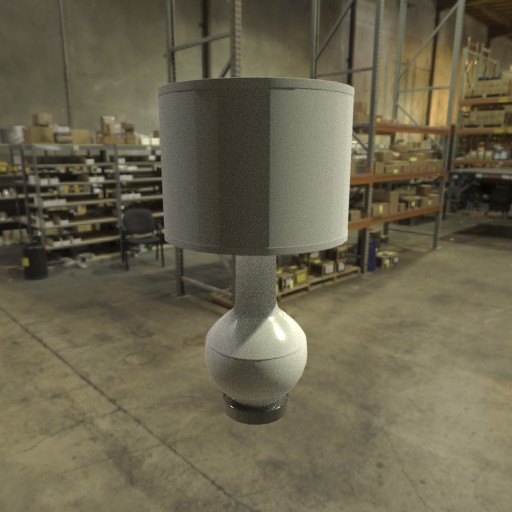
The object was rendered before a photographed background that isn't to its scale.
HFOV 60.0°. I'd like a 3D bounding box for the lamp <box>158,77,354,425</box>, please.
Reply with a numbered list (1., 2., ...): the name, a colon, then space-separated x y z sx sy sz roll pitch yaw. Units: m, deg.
1. lamp: 0.000 0.000 0.889 0.357 0.673 0.357 13 19 43
